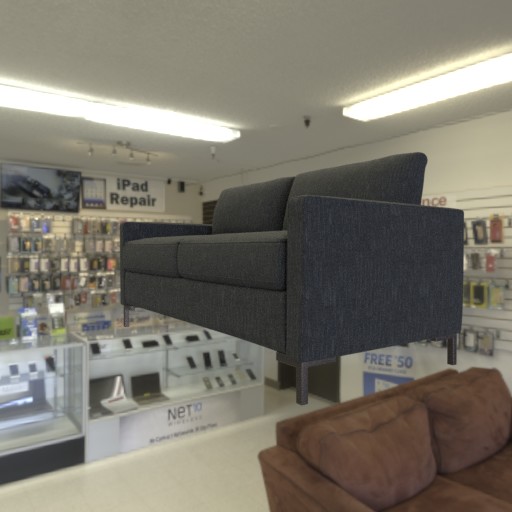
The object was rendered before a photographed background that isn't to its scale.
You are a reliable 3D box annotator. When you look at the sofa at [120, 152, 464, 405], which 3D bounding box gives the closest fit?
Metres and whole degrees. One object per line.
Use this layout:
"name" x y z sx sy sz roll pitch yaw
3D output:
"sofa" 0.000 0.000 2.211 0.866 0.862 1.716 -1 1 -35
